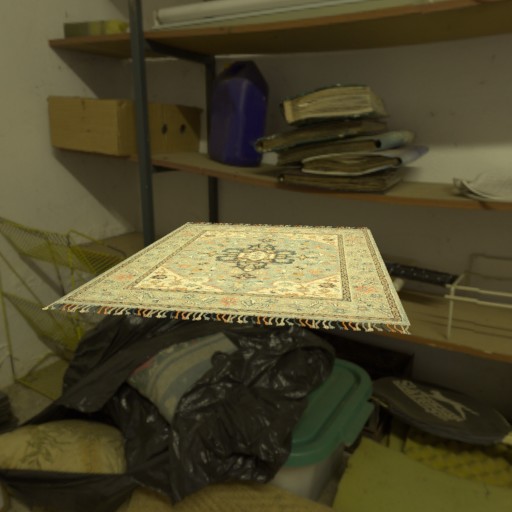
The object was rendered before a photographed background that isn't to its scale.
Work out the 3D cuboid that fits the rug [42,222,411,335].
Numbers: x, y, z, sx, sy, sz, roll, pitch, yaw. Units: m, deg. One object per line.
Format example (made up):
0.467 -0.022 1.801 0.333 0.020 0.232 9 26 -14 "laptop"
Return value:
0.000 0.000 3.542 1.971 0.010 2.651 2 15 9 "rug"
